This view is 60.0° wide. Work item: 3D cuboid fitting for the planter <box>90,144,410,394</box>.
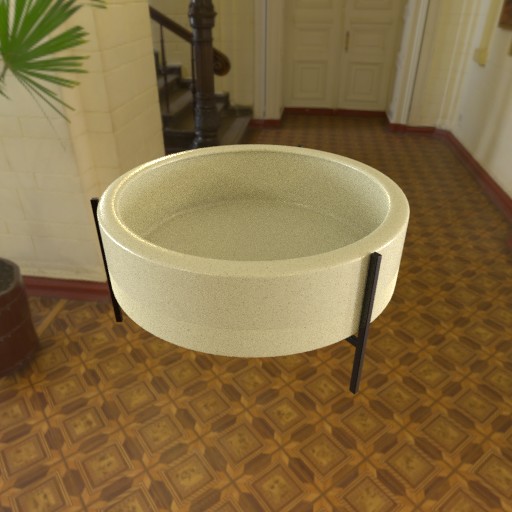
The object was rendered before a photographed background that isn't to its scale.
[{"bbox_3d":[0.000,0.000,0.536,0.336,0.171,0.345,-22,38,-31],"label":"planter"}]
